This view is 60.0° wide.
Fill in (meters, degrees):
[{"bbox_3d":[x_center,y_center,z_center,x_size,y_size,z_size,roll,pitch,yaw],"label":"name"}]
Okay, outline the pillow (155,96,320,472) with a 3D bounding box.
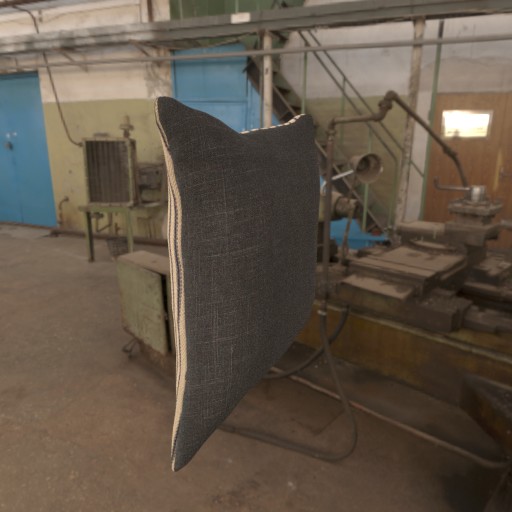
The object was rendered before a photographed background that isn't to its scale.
[{"bbox_3d":[0.000,0.000,0.694,0.138,0.444,0.468,7,18,24],"label":"pillow"}]
